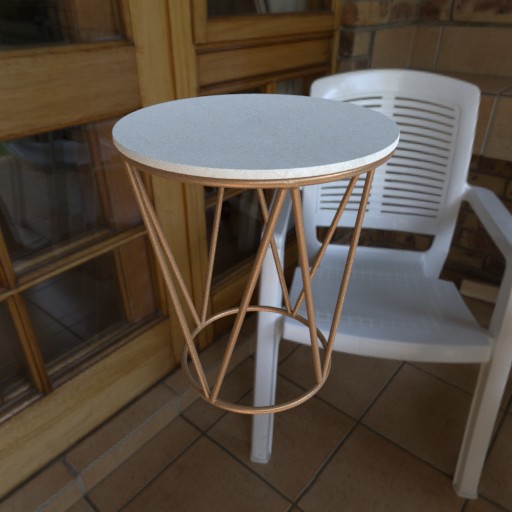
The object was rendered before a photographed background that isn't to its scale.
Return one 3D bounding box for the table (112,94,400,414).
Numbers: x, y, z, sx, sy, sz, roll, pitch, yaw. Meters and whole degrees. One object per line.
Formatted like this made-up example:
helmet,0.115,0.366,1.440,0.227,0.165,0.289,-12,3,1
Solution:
table,0.000,0.000,0.943,0.500,0.564,0.500,0,31,0
